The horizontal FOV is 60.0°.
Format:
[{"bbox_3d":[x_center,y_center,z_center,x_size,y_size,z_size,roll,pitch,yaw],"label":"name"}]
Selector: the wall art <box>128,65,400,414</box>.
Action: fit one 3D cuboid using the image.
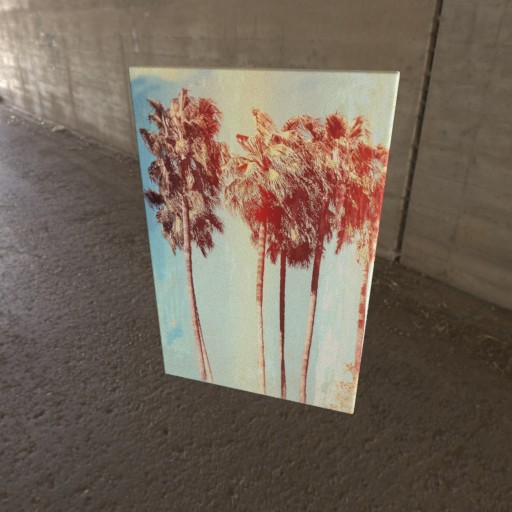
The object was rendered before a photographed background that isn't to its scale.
[{"bbox_3d":[0.000,0.000,0.781,0.401,0.610,0.038,8,28,15],"label":"wall art"}]
